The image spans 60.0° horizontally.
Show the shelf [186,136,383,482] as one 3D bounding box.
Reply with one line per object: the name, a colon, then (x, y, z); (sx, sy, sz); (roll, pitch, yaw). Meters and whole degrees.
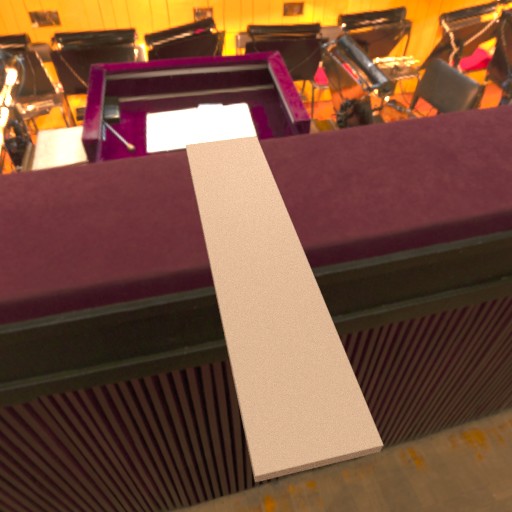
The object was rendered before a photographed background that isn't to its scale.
shelf: (0.000, 0.000, 0.668); (0.140, 0.020, 0.610); (-9, 48, -9)
